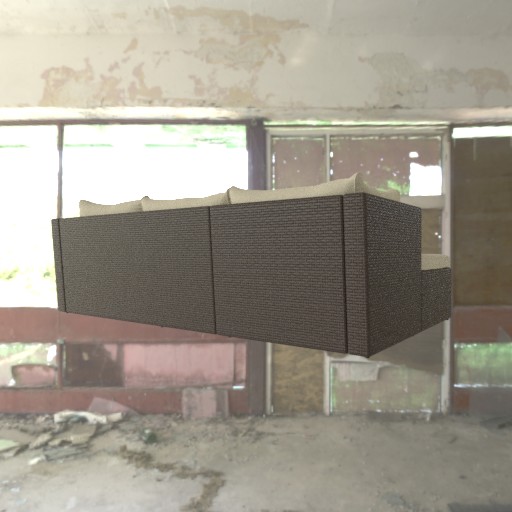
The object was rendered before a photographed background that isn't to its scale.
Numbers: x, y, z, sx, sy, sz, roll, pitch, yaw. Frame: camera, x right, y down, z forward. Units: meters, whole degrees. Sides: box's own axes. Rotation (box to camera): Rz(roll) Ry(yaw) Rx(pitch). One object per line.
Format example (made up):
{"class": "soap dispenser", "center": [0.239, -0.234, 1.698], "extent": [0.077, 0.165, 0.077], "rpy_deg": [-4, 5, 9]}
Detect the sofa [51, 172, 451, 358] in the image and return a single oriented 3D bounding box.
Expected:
{"class": "sofa", "center": [0.000, 0.000, 2.919], "extent": [2.192, 0.766, 1.612], "rpy_deg": [0, 1, 37]}
